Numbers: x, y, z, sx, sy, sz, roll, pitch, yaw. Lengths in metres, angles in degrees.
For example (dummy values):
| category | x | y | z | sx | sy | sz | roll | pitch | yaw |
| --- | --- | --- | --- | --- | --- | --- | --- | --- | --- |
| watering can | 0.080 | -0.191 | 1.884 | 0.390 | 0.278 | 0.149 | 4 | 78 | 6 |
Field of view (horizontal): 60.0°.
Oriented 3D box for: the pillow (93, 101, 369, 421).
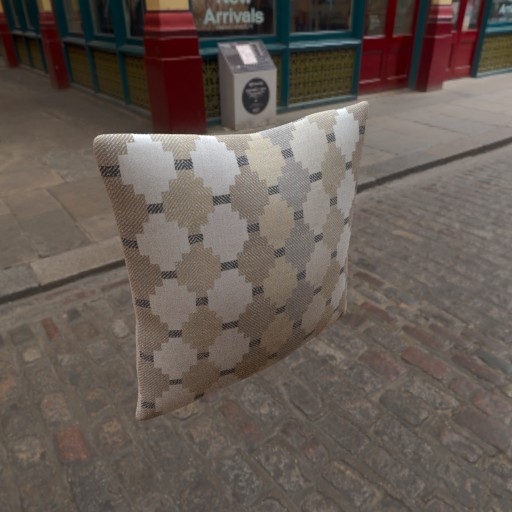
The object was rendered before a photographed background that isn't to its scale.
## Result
| category | x | y | z | sx | sy | sz | roll | pitch | yaw |
| --- | --- | --- | --- | --- | --- | --- | --- | --- | --- |
| pillow | 0.000 | 0.000 | 0.879 | 0.578 | 0.558 | 0.192 | -20 | 35 | -32 |
